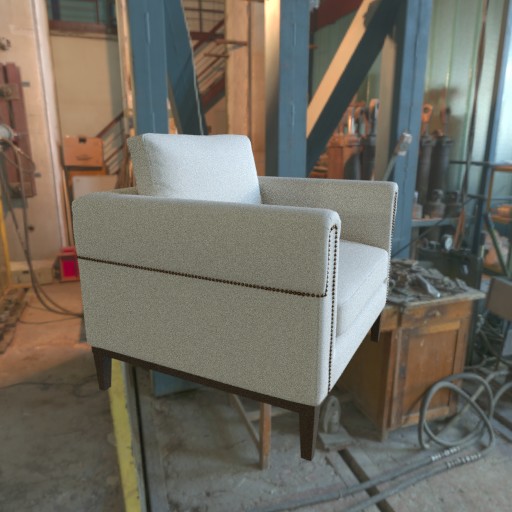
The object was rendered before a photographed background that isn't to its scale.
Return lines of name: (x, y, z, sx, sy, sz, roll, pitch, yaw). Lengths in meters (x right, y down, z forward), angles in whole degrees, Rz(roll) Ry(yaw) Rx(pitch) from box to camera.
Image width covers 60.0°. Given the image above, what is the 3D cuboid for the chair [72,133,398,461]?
chair: (0.000, 0.000, 1.721, 0.896, 0.915, 0.982, 7, 17, 26)
